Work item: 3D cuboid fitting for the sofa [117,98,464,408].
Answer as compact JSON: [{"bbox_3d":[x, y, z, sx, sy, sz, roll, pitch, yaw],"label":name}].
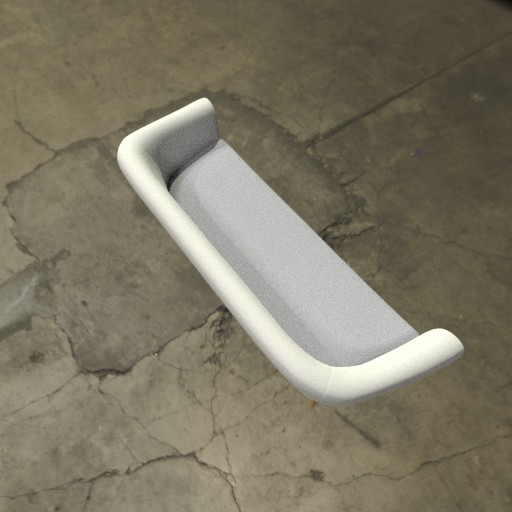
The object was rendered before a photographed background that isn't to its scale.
[{"bbox_3d":[0.000,0.000,2.514,0.827,0.795,2.160,-33,64,-18],"label":"sofa"}]
